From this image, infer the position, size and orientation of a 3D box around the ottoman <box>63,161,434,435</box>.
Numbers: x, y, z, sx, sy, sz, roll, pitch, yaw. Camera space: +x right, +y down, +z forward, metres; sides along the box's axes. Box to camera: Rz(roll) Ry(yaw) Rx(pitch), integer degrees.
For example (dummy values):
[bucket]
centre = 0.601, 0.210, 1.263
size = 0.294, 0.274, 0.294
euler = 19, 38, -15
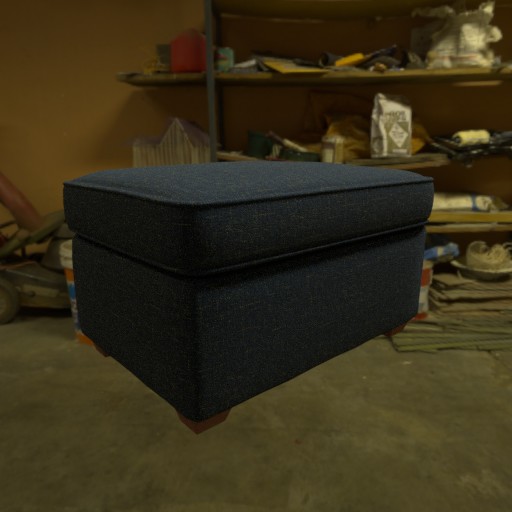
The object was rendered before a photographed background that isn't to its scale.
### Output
[ottoman]
centre = 0.000, 0.000, 1.082
size = 0.749, 0.450, 0.549
euler = -12, 19, -40
